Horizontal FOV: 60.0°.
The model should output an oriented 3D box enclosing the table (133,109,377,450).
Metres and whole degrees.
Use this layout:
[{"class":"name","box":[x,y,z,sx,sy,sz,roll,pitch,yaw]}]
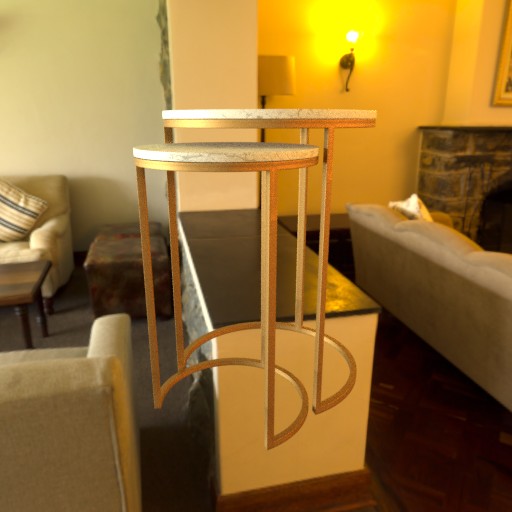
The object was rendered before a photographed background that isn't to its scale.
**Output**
[{"class":"table","box":[0.000,0.000,0.884,0.400,0.550,0.507,9,19,26]}]
